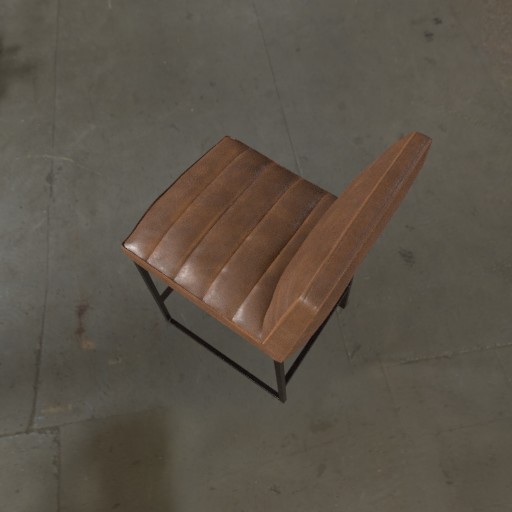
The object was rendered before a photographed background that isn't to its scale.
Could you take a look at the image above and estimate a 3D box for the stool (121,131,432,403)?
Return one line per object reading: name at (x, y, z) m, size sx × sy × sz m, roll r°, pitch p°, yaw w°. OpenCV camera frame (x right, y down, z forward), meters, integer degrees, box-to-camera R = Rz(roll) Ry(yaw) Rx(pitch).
stool at (0.000, 0.000, 1.260) m, size 0.562 × 0.942 × 0.463 m, roll 32°, pitch 67°, yaw 15°
